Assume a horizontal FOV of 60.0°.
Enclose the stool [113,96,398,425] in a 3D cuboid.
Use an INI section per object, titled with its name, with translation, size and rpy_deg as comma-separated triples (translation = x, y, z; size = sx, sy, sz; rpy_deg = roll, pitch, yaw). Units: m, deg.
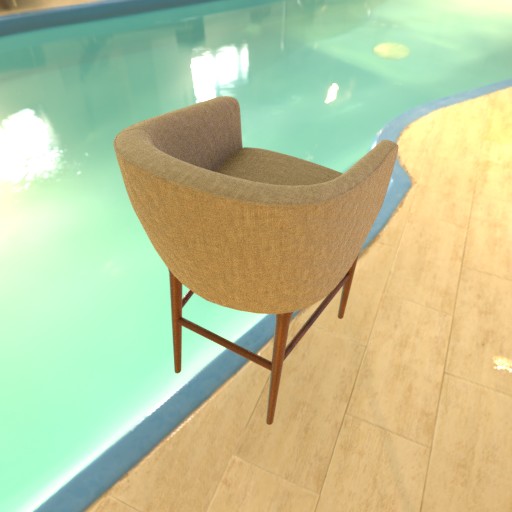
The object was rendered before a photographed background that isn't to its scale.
[stool]
translation = 0.000, 0.000, 1.323
size = 0.559, 0.952, 0.635
rpy_deg = 22, 50, 20
